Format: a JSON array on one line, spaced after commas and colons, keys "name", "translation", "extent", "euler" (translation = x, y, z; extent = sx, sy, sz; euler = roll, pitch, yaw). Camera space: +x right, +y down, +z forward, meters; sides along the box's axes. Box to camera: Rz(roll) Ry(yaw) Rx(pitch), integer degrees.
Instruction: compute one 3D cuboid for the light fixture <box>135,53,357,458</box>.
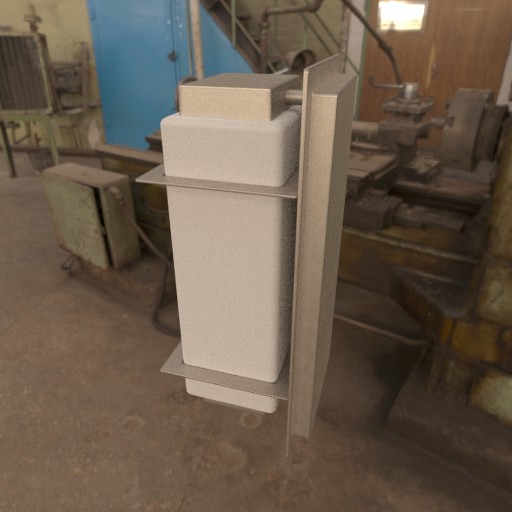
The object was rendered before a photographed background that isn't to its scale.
[{"name": "light fixture", "translation": [0.000, 0.000, 0.465], "extent": [0.160, 0.380, 0.168], "euler": [8, 29, 15]}]
